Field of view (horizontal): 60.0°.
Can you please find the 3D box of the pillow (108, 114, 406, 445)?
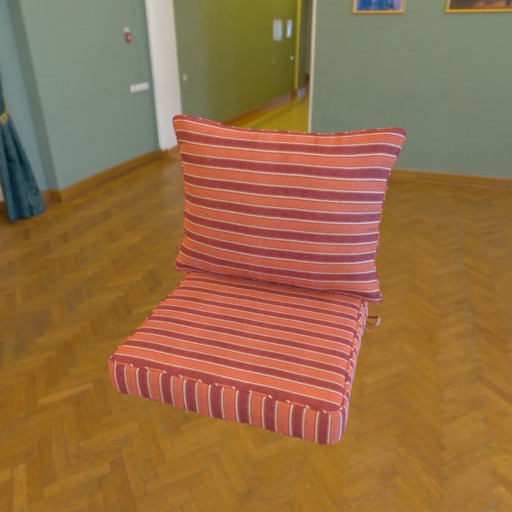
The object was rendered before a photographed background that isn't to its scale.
[{"bbox_3d":[0.000,0.000,1.377,0.799,0.723,0.733,8,28,16],"label":"pillow"}]
